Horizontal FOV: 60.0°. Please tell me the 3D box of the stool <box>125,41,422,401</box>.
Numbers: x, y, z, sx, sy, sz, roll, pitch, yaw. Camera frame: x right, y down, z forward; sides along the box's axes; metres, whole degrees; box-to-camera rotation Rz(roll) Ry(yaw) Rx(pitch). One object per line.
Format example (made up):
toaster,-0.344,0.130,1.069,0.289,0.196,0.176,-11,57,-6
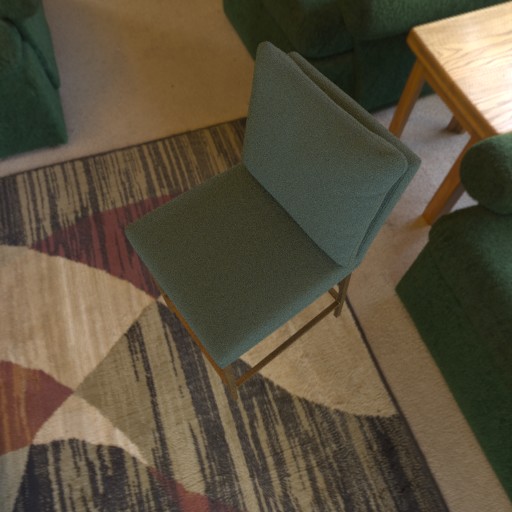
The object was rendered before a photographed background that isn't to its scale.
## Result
stool,0.000,0.000,1.317,0.568,1.032,0.463,-34,68,-16
